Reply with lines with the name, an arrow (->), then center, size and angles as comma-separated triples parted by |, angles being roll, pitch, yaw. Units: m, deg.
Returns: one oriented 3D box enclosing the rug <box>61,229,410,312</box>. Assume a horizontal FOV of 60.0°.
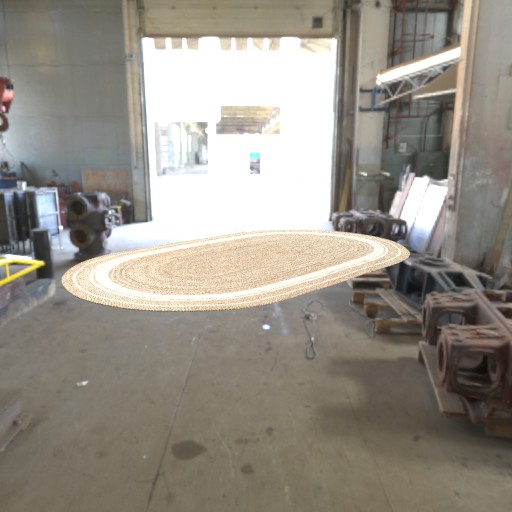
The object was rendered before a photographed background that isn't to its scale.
rug -> 0.000, 0.000, 2.939 | 2.432, 0.006, 1.520 | -12, 18, -43
